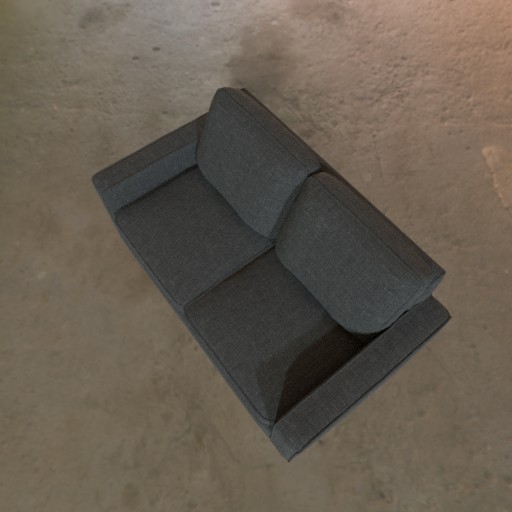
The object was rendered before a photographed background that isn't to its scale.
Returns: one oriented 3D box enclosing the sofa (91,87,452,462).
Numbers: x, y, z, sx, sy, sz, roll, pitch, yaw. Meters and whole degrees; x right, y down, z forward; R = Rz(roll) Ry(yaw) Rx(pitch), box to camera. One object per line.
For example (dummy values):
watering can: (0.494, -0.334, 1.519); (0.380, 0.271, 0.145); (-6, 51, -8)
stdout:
sofa: (0.000, 0.000, 2.270); (0.947, 0.918, 1.709); (-34, 67, -17)
